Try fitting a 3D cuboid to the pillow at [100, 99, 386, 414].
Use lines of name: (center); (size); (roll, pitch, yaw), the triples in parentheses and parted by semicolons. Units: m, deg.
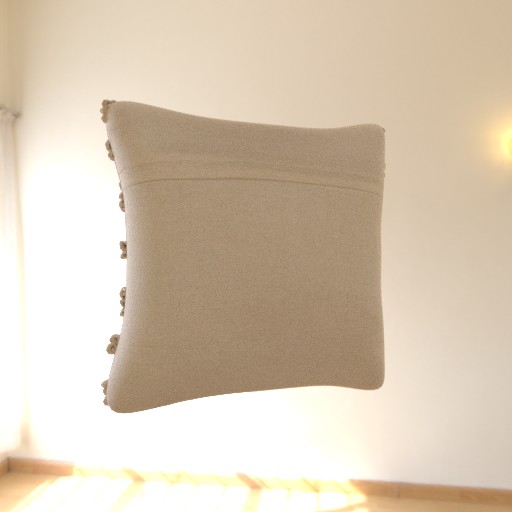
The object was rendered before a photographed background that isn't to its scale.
pillow: (0.000, 0.000, 0.658); (0.437, 0.427, 0.145); (0, 0, -18)
